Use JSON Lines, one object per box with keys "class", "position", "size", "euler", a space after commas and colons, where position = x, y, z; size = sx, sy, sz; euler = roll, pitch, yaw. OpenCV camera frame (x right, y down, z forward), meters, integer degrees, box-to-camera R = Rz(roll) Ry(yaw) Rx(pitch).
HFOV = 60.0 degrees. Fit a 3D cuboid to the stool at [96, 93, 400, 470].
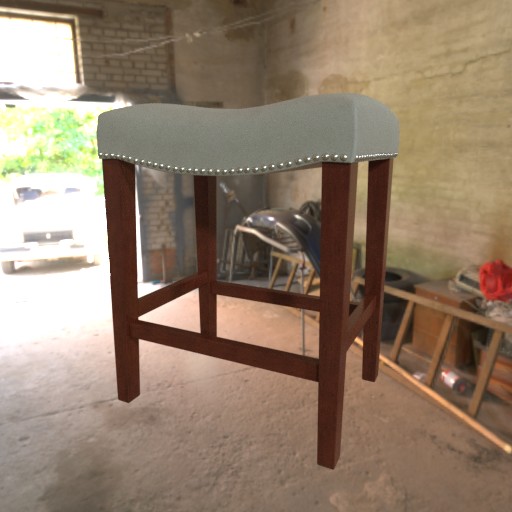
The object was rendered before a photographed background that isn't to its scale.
{"class": "stool", "position": [0.000, 0.000, 0.955], "size": [0.509, 0.632, 0.375], "euler": [7, 15, 26]}
